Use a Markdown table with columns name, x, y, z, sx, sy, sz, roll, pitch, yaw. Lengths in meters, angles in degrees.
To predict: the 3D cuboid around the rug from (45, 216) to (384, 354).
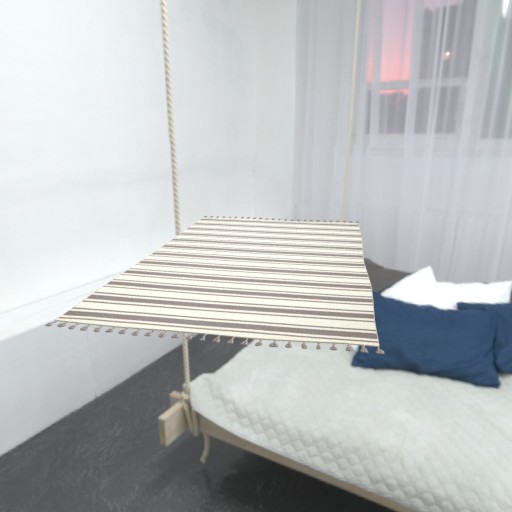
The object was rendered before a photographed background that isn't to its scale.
| name | x | y | z | sx | sy | sz | roll | pitch | yaw |
| --- | --- | --- | --- | --- | --- | --- | --- | --- | --- |
| rug | 0.000 | 0.000 | 2.524 | 1.229 | 0.011 | 2.096 | 3 | 17 | 10 |
